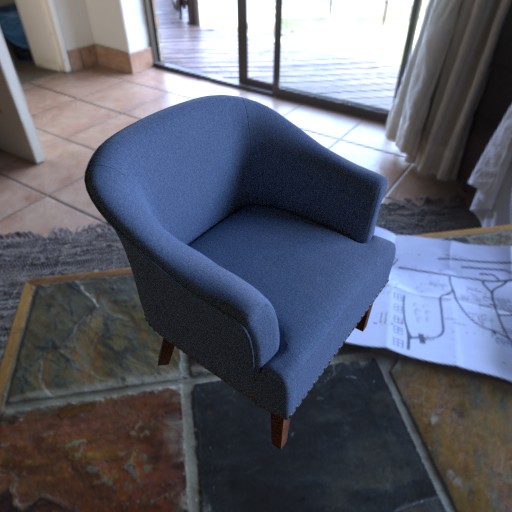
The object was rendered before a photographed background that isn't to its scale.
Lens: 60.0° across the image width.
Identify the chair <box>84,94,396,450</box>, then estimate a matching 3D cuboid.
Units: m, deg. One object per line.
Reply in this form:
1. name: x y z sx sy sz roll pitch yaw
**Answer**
1. chair: 0.000 0.000 1.435 0.704 0.815 0.798 24 45 27
